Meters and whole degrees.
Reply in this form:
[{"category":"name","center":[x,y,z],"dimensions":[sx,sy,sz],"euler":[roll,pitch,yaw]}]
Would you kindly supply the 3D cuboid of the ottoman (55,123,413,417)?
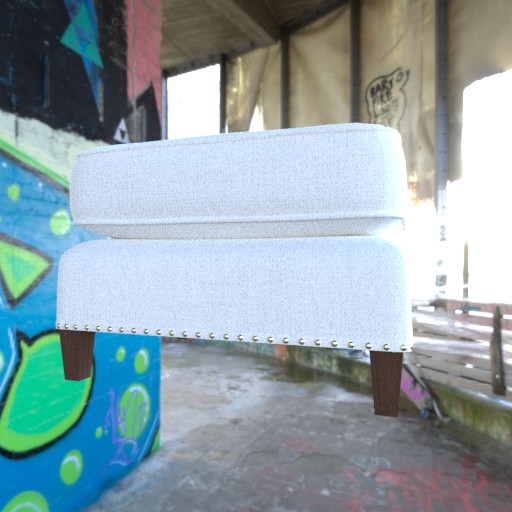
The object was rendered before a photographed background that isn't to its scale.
[{"category":"ottoman","center":[0.000,0.000,1.111],"dimensions":[0.738,0.537,0.589],"euler":[0,0,19]}]
